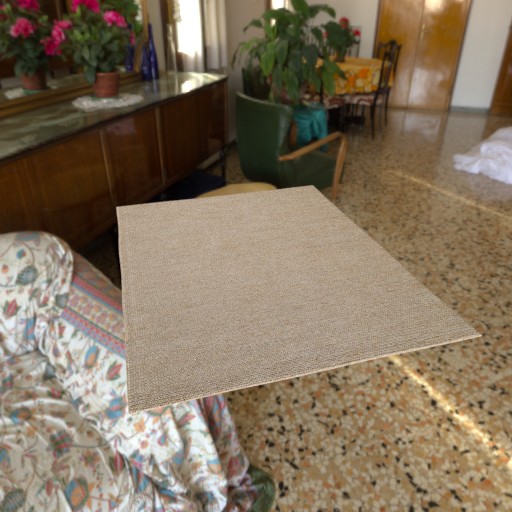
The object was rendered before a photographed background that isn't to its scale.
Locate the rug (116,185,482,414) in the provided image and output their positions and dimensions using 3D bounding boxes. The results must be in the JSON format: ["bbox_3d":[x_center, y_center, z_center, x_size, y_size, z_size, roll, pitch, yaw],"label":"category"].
[{"bbox_3d":[0.000,0.000,4.068,2.406,0.012,3.034,-8,31,-14],"label":"rug"}]
